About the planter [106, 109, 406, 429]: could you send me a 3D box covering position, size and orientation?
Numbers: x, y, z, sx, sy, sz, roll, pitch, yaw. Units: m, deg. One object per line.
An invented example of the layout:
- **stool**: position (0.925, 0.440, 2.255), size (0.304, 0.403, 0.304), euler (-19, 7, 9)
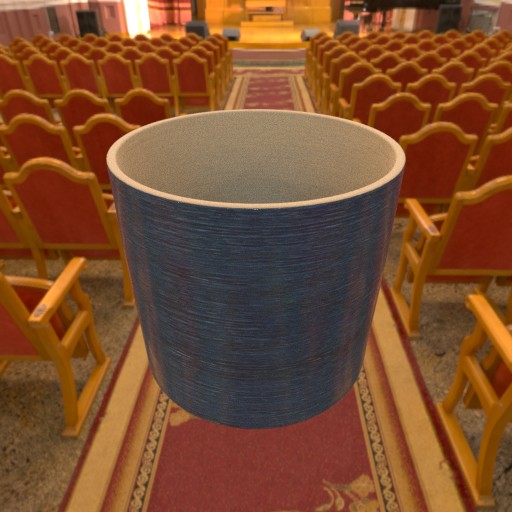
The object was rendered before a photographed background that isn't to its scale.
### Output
- **planter**: position (0.000, 0.000, 0.394), size (0.221, 0.201, 0.221), euler (0, 32, 0)
